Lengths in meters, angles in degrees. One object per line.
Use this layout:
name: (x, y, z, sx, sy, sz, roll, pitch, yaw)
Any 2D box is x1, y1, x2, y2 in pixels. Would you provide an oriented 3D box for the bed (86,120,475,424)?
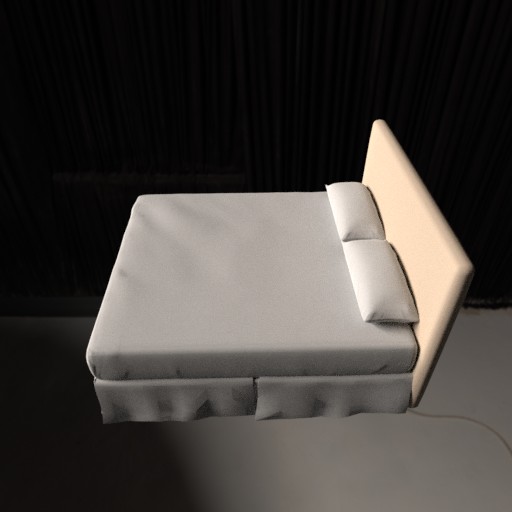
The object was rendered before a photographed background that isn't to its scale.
bed: (0.000, 0.000, 3.242, 2.142, 1.330, 1.884, -1, 40, -1)
